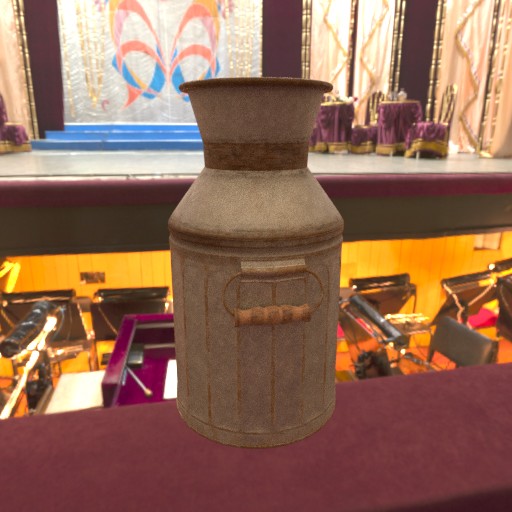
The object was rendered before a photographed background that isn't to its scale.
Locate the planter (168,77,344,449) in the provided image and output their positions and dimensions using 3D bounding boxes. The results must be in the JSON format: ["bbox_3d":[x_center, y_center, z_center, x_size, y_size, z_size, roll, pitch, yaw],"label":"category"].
[{"bbox_3d":[0.000,0.000,0.549,0.214,0.396,0.245,-3,16,-10],"label":"planter"}]
